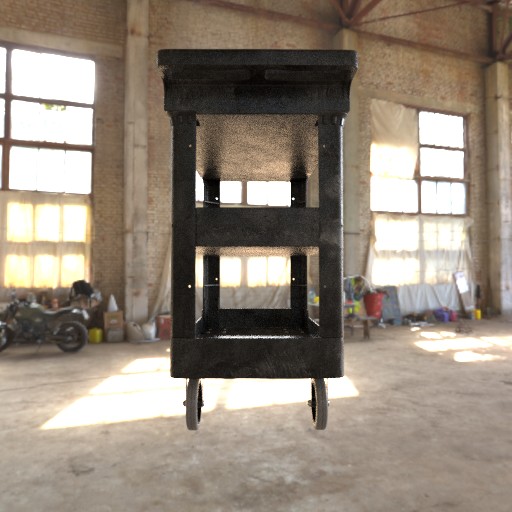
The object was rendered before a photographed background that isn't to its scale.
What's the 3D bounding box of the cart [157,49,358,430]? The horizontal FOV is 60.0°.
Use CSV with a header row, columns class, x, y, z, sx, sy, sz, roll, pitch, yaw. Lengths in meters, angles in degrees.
class,x,y,z,sx,sy,sz,roll,pitch,yaw
cart,0.000,0.000,1.329,0.420,0.824,0.877,0,-2,0
